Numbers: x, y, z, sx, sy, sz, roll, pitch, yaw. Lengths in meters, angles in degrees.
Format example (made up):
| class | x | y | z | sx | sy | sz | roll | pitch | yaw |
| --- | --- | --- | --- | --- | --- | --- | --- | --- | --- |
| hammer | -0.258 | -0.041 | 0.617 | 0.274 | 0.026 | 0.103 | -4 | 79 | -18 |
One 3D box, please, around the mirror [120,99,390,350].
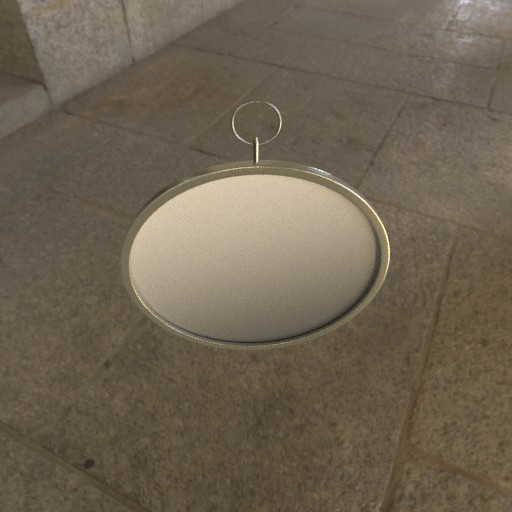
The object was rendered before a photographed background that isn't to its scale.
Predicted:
| class | x | y | z | sx | sy | sz | roll | pitch | yaw |
| --- | --- | --- | --- | --- | --- | --- | --- | --- | --- |
| mirror | 0.000 | 0.000 | 0.962 | 0.594 | 0.713 | 0.020 | -2 | 46 | -2 |
